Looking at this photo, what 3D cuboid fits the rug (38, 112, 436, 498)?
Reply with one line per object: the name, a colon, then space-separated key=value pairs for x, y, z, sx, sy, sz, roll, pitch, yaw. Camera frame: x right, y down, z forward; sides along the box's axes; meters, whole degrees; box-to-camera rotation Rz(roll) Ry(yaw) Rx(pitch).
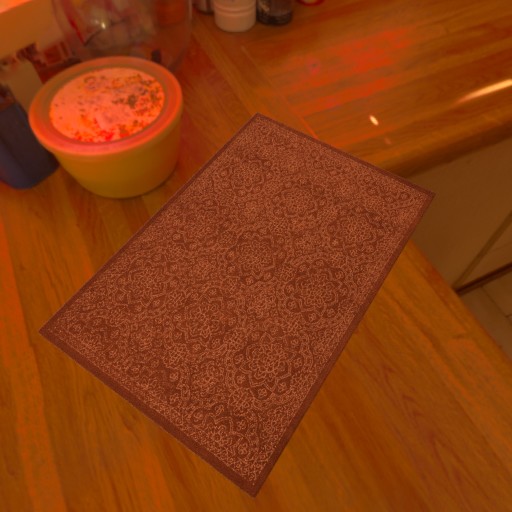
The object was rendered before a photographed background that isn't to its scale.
rug: x=0.000 y=0.000 z=2.277 sx=1.219 sy=0.010 sz=1.829 roll=30 pitch=62 yaw=17
